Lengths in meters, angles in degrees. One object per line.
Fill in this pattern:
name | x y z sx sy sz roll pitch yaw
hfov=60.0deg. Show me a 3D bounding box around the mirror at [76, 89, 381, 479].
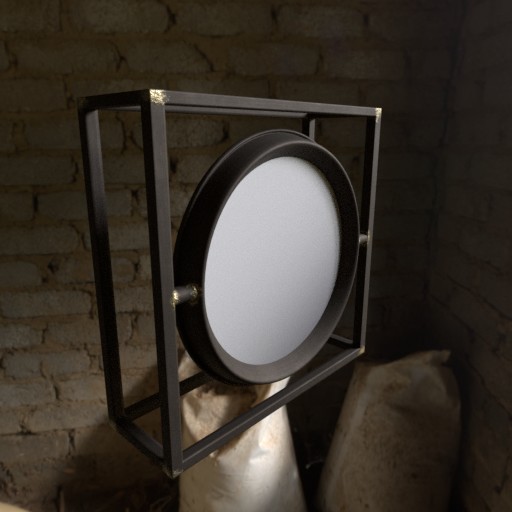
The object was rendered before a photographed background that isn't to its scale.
mirror | 0.000 0.000 0.466 0.107 0.303 0.306 14 21 42
